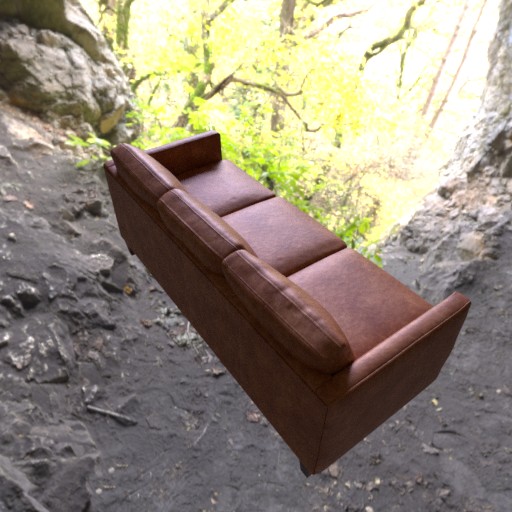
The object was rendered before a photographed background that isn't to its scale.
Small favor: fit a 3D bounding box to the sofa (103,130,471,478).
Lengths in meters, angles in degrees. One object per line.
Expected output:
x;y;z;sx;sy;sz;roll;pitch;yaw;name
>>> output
0.000;0.000;2.946;1.045;1.006;2.464;-25;47;-26;sofa
